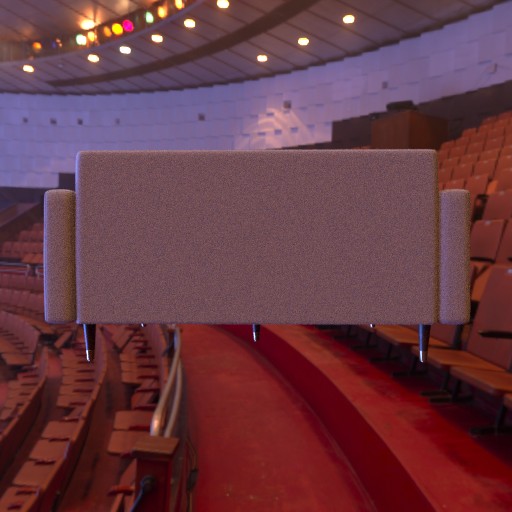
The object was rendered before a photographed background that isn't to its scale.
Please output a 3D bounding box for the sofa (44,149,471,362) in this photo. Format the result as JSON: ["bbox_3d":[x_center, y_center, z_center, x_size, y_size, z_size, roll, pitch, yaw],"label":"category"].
[{"bbox_3d":[0.000,0.000,2.092,1.585,0.801,0.950,0,0,1],"label":"sofa"}]
